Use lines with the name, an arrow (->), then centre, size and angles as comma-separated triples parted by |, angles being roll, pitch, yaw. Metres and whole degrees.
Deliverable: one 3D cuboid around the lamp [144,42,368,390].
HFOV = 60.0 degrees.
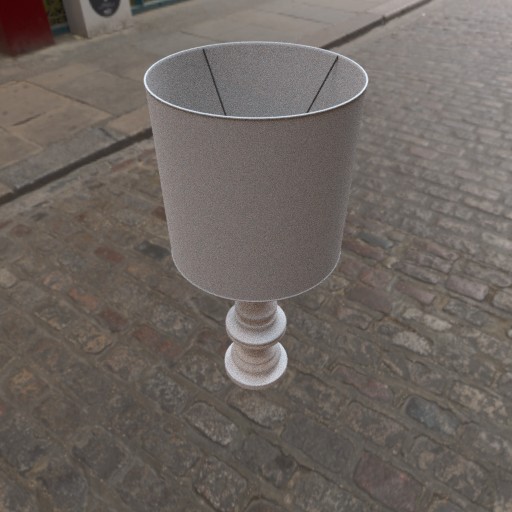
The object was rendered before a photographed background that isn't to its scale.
lamp -> 0.000, 0.000, 0.567 | 0.208, 0.455, 0.208 | 25, 47, 27
